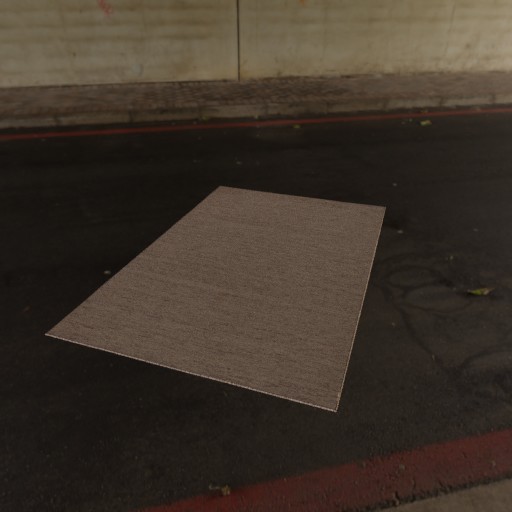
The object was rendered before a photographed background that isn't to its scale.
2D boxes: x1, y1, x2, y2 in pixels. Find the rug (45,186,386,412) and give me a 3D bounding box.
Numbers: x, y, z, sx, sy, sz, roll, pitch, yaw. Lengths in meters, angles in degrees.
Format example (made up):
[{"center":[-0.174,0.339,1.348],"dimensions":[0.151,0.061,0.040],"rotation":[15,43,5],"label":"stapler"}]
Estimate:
[{"center":[0.000,0.000,2.434],"dimensions":[1.225,0.013,1.840],"rotation":[10,31,17],"label":"rug"}]
